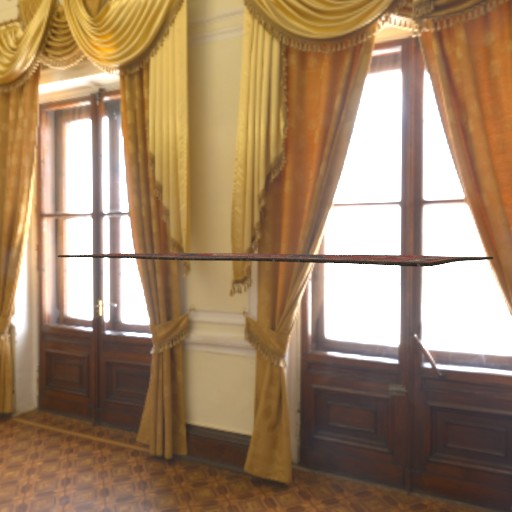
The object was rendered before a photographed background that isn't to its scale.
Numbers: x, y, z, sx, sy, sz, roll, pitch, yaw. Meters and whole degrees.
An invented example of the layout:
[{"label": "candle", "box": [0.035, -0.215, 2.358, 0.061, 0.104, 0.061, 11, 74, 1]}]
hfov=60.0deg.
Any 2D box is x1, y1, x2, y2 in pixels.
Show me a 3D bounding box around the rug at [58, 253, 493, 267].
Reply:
[{"label": "rug", "box": [0.000, 0.000, 3.416, 3.032, 0.034, 1.522, 1, 1, 37]}]
